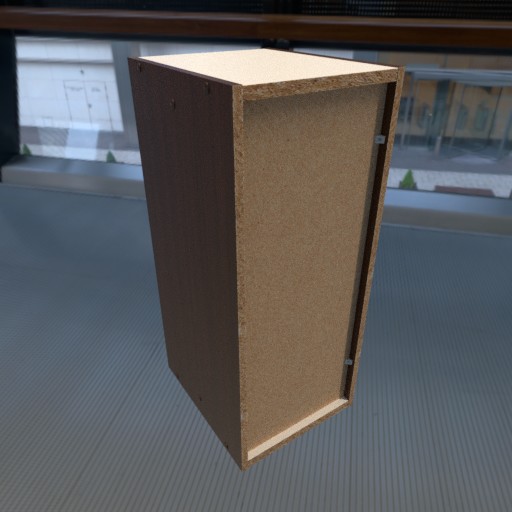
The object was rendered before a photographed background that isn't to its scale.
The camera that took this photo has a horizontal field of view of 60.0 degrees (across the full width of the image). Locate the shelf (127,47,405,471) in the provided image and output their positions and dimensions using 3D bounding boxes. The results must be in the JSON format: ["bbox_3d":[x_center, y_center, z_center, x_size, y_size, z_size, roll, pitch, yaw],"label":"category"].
[{"bbox_3d":[0.000,0.000,0.742,0.253,0.600,0.290,-19,35,-29],"label":"shelf"}]
